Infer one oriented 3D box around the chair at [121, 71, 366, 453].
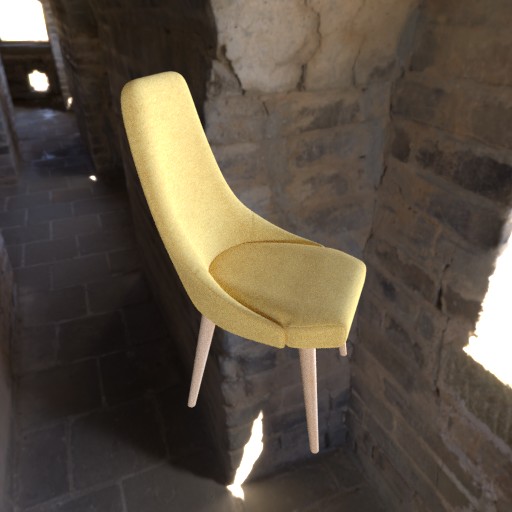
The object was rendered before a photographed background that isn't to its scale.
[{"bbox_3d":[0.000,0.000,1.402,0.660,1.040,0.510,11,31,18],"label":"chair"}]
